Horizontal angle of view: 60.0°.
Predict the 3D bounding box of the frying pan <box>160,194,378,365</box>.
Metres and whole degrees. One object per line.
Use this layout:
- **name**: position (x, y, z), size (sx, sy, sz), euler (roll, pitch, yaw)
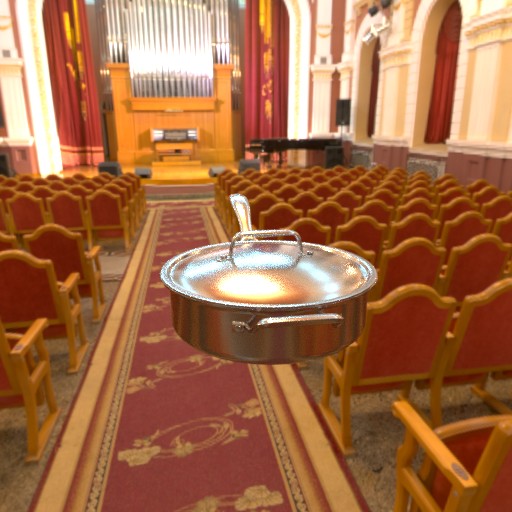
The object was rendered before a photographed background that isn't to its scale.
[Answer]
- **frying pan**: position (0.000, 0.000, 0.601), size (0.245, 0.111, 0.492), euler (-3, 16, -9)
